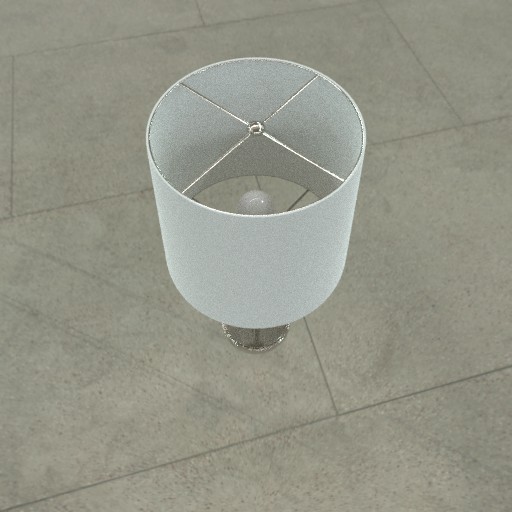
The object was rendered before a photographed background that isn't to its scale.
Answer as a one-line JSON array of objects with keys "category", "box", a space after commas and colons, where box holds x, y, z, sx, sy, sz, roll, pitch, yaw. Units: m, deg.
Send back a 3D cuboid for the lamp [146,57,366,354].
[{"category": "lamp", "box": [0.000, 0.000, 0.786, 0.303, 0.618, 0.303, 0, 60, 0]}]
